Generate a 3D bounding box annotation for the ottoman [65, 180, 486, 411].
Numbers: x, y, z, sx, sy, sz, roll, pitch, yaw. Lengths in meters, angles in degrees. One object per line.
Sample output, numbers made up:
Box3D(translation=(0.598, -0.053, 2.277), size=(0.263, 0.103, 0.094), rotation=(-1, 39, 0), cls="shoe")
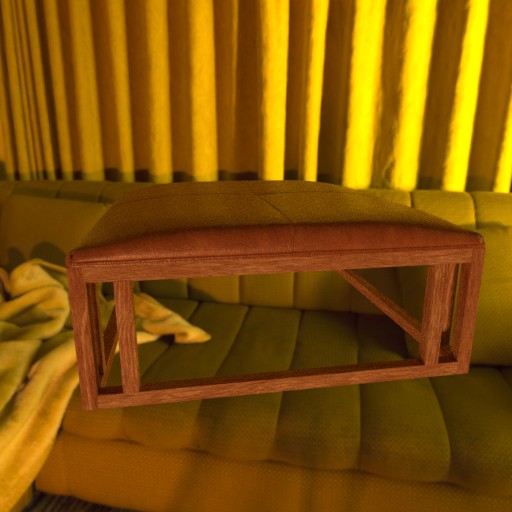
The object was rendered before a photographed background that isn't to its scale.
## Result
Box3D(translation=(0.000, 0.000, 1.551), size=(1.013, 0.442, 1.016), rotation=(-3, 16, -10), cls="ottoman")
